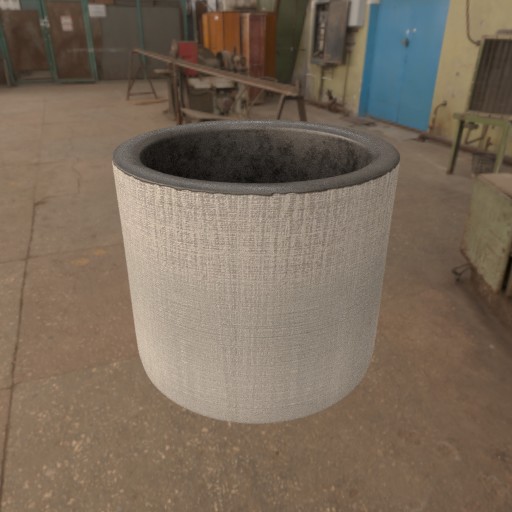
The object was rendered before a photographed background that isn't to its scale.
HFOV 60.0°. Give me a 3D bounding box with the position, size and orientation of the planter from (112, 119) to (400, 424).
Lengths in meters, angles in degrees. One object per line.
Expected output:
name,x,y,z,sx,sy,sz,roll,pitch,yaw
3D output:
planter,0.000,0.000,0.222,0.125,0.112,0.125,0,27,0
